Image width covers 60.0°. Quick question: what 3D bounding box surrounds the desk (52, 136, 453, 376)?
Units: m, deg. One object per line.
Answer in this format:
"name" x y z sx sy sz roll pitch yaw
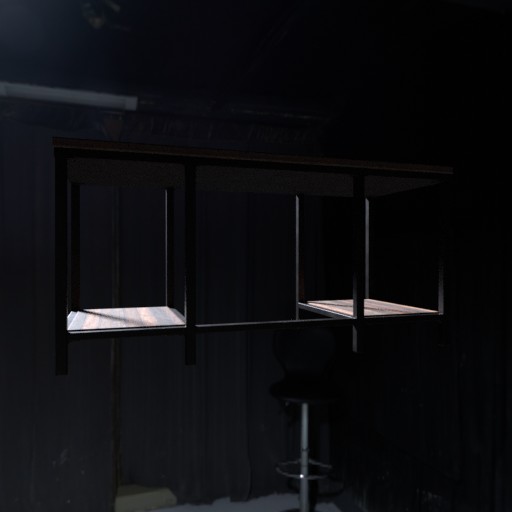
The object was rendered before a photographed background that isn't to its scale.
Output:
"desk" 0.000 0.000 1.919 1.538 0.753 0.617 0 0 -18
